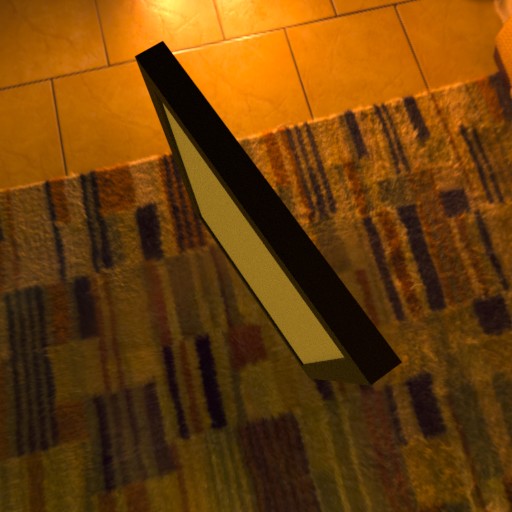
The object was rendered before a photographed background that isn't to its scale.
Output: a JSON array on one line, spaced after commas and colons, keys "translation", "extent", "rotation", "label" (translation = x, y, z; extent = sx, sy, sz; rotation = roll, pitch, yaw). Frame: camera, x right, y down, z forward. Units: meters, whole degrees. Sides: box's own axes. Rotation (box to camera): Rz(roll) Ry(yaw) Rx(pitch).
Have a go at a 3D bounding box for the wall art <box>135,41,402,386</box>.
[{"translation": [0.000, 0.000, 0.534], "extent": [0.029, 0.381, 0.330], "rotation": [-33, 78, -8], "label": "wall art"}]
